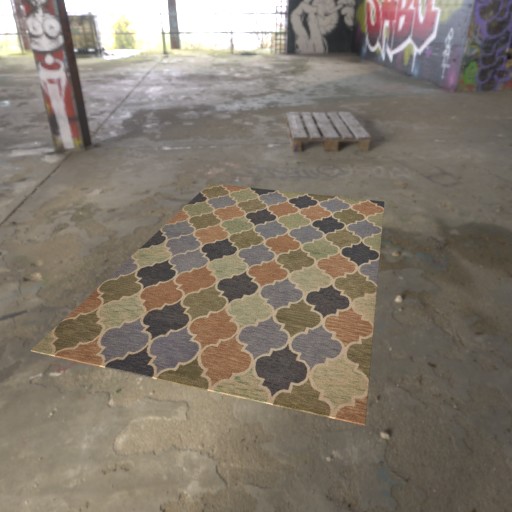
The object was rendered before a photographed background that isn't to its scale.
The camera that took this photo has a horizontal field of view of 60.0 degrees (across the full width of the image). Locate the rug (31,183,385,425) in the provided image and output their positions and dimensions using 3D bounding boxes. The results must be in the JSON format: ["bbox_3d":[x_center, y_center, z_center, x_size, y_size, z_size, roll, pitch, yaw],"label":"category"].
[{"bbox_3d":[0.000,0.000,2.265,1.216,0.006,1.828,8,31,14],"label":"rug"}]
